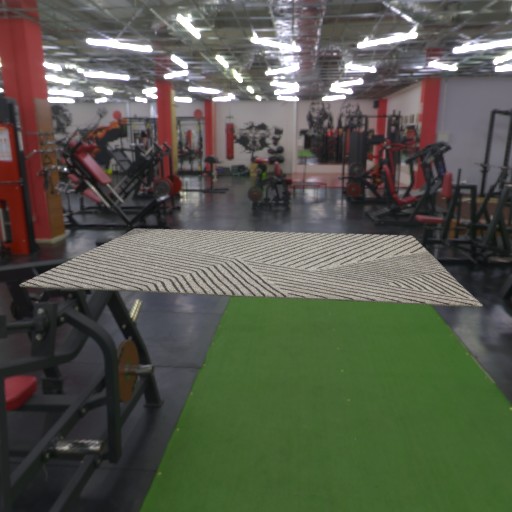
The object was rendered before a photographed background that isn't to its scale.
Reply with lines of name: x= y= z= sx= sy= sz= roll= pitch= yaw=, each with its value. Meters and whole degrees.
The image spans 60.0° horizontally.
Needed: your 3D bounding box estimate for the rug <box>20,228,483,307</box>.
rug: x=0.000 y=0.000 z=2.325 sx=1.842 sy=0.019 sz=1.237 roll=2 pitch=15 yaw=7
